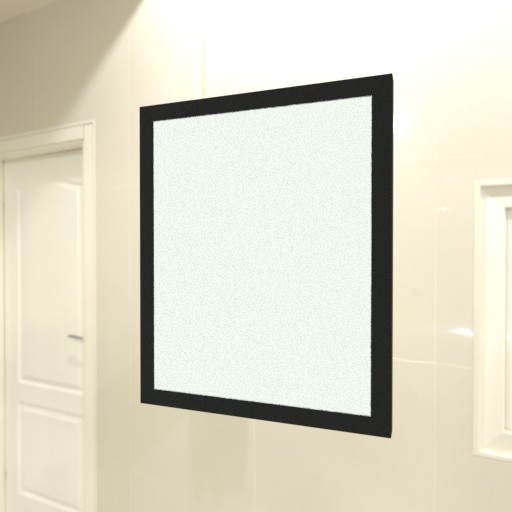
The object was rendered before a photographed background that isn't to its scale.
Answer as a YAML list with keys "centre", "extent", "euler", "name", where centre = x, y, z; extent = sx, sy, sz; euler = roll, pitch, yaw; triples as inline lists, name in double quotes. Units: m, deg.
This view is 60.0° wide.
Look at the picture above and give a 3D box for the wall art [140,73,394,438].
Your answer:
- centre: [0.000, 0.000, 0.558]
  extent: [0.329, 0.404, 0.024]
  euler: [0, 1, 20]
  name: "wall art"
